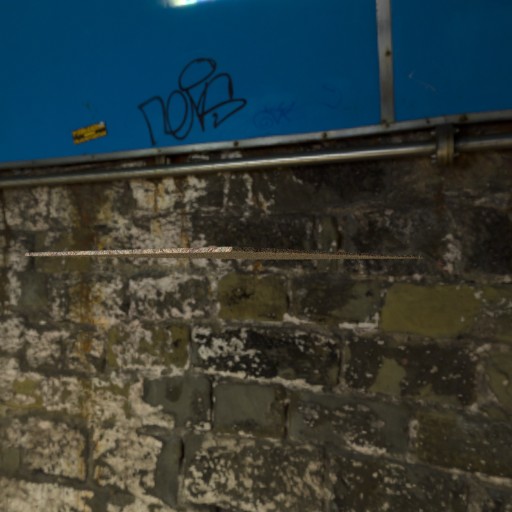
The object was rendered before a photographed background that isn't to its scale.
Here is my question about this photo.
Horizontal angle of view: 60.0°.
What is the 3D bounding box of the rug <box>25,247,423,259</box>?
[{"bbox_3d":[0.000,0.000,2.225,1.143,0.014,1.761,-1,-1,36],"label":"rug"}]
